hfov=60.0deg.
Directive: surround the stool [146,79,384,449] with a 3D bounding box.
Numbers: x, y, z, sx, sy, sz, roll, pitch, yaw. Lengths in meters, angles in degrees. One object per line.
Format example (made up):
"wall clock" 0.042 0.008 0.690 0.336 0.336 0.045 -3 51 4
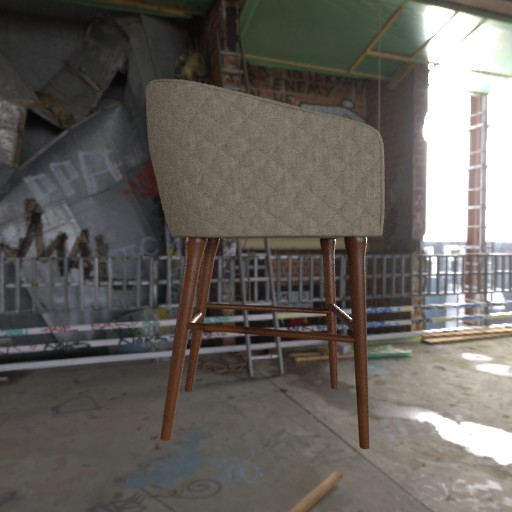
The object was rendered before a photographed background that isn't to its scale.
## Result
"stool" 0.000 0.000 1.333 0.635 0.952 0.559 0 2 1
